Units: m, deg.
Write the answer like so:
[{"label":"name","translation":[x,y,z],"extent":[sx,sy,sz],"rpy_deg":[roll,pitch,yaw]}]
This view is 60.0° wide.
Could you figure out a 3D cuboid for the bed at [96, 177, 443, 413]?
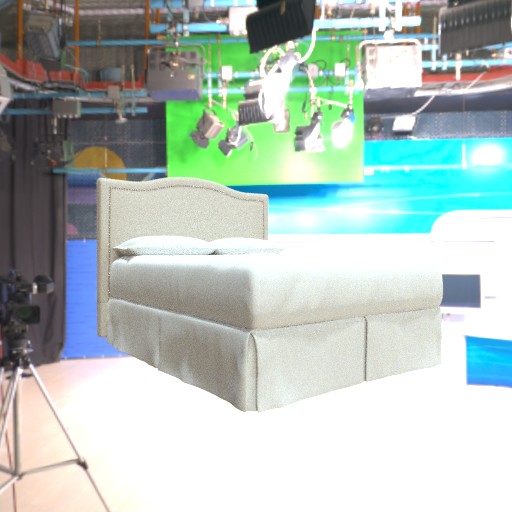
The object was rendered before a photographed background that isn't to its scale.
[{"label":"bed","translation":[0.000,0.000,3.351],"extent":[1.753,1.460,2.143],"rpy_deg":[0,0,-36]}]
